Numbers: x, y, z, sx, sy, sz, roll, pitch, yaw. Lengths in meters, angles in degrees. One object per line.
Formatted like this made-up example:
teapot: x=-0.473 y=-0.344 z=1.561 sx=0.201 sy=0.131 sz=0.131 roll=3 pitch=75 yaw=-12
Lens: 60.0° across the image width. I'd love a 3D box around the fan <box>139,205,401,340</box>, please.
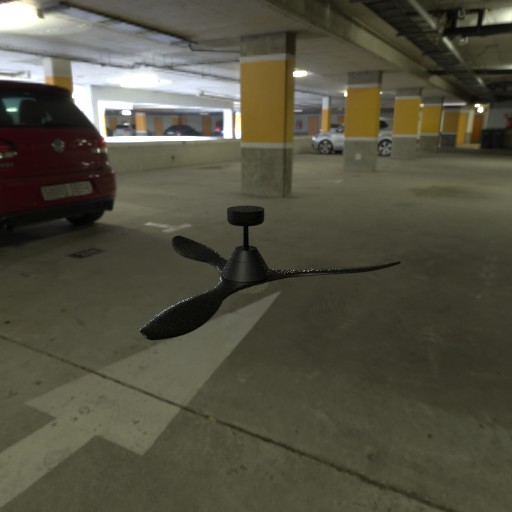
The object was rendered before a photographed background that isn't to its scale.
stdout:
fan: x=0.000 y=0.000 z=1.588 sx=1.067 sy=0.305 sz=1.067 roll=3 pitch=16 yaw=11
